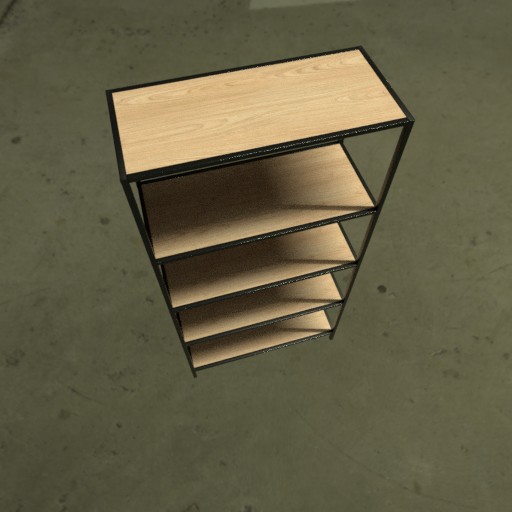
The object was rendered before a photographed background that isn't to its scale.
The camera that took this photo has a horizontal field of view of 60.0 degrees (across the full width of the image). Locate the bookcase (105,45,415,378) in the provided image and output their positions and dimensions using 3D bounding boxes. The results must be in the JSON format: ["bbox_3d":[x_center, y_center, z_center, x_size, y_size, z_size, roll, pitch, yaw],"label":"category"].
[{"bbox_3d":[0.000,0.000,1.823,0.770,1.500,0.350,-14,58,-9],"label":"bookcase"}]
